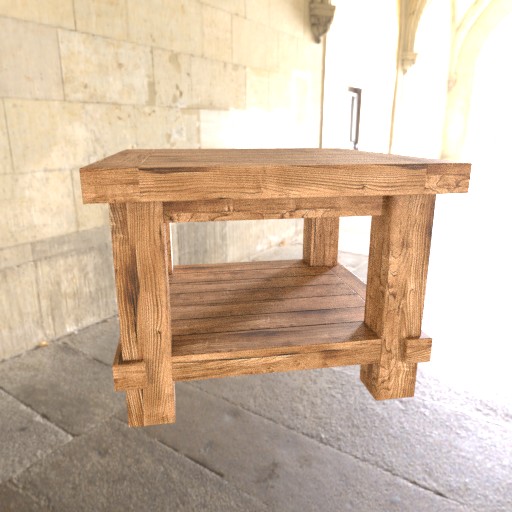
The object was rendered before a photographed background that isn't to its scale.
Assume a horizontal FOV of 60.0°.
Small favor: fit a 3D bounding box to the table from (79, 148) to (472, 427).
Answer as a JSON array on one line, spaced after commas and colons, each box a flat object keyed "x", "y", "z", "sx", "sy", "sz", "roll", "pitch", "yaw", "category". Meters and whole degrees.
[{"x": 0.000, "y": 0.000, "z": 1.022, "sx": 0.610, "sy": 0.457, "sz": 0.610, "roll": -3, "pitch": 16, "yaw": -10, "category": "table"}]
